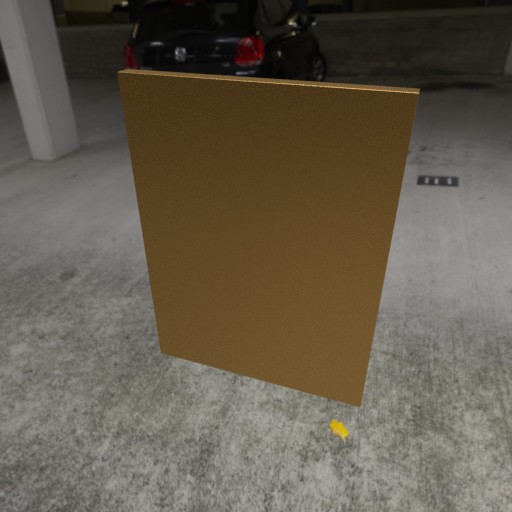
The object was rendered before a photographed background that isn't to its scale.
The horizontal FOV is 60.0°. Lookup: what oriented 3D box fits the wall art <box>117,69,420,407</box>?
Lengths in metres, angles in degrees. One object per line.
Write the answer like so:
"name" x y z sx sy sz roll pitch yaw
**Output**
"wall art" 0.000 0.000 1.080 0.610 0.812 0.038 11 34 17
